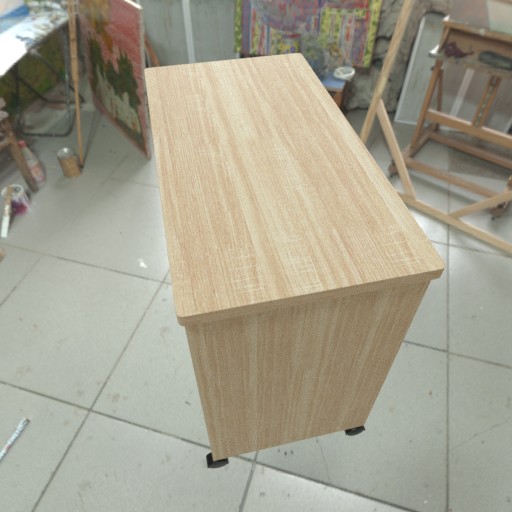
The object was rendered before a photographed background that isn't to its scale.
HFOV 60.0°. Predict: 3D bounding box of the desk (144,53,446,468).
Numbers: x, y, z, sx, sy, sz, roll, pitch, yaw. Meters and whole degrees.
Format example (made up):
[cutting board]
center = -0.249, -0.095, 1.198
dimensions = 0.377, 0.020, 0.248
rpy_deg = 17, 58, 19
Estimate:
[desk]
center = 0.000, 0.000, 1.303
dimensions = 0.480, 0.770, 0.884
rpy_deg = -10, 48, -9
